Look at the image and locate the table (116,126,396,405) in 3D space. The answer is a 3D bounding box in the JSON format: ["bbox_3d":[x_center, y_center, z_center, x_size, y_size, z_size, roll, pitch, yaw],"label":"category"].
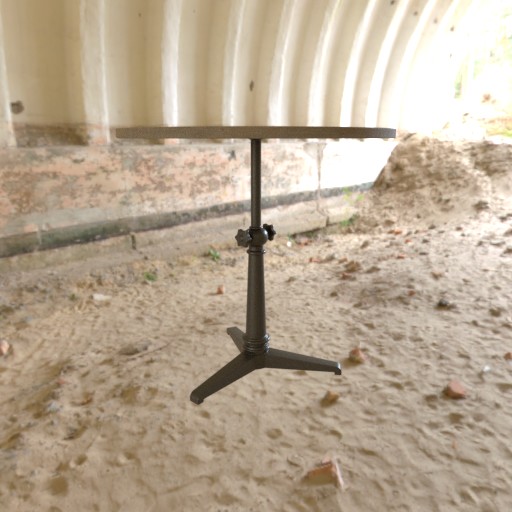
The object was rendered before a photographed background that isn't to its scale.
[{"bbox_3d":[0.000,0.000,1.421,0.800,0.780,0.800,0,15,0],"label":"table"}]
